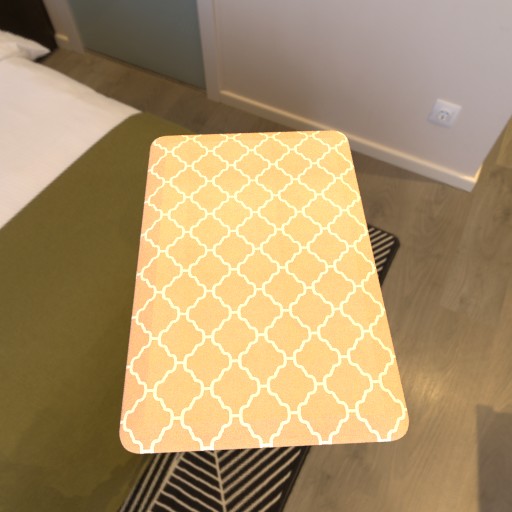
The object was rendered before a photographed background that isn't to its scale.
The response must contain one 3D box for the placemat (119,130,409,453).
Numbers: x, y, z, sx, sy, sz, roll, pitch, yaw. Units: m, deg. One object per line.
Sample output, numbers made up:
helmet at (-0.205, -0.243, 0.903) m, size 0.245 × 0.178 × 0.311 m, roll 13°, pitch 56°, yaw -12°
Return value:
placemat at (0.000, 0.000, 0.952) m, size 0.508 × 0.021 × 0.762 m, roll -2°, pitch 58°, yaw -1°
